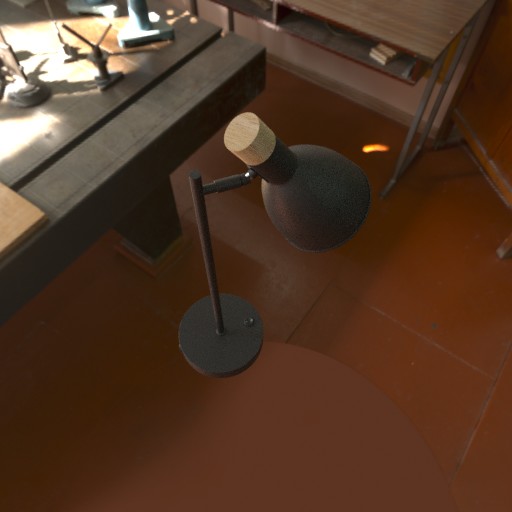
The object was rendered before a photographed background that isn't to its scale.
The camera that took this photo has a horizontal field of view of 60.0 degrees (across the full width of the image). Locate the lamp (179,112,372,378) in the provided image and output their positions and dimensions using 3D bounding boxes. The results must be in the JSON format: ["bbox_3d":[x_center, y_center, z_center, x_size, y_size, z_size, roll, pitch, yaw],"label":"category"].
[{"bbox_3d":[0.000,0.000,0.619,0.287,0.483,0.152,-17,59,-10],"label":"lamp"}]
